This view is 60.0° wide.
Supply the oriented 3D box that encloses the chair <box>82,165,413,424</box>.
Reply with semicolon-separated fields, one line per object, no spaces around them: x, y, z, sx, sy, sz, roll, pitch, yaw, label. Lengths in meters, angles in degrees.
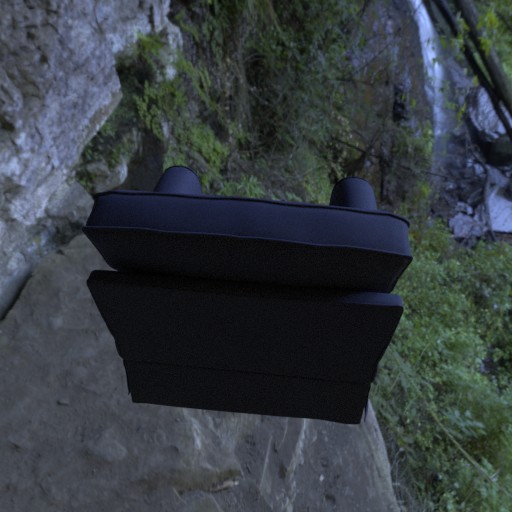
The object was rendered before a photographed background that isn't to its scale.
0.000;0.000;2.003;1.119;1.140;1.002;5;46;4;chair
